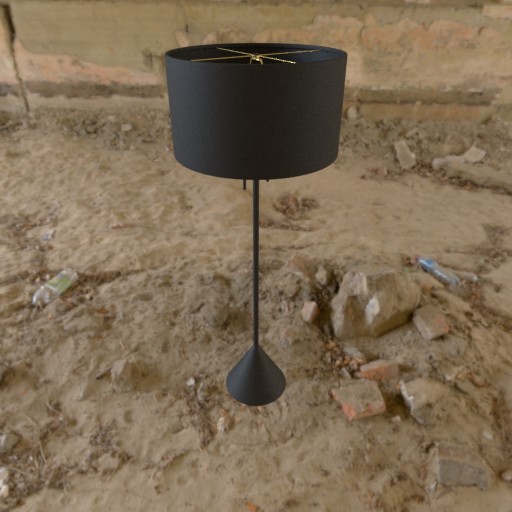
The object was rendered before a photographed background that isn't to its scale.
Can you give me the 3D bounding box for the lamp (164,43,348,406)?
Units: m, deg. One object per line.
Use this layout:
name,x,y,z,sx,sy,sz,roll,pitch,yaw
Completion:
lamp,0.000,0.000,1.812,0.580,1.526,0.580,-19,35,-28
